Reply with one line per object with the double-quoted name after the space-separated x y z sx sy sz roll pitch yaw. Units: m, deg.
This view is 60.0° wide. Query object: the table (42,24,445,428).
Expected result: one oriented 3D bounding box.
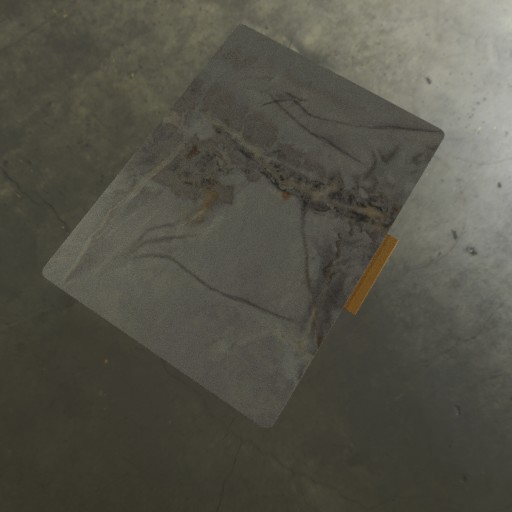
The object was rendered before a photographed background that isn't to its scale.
0.000 0.000 0.909 0.400 0.570 0.500 32 77 8 "table"
